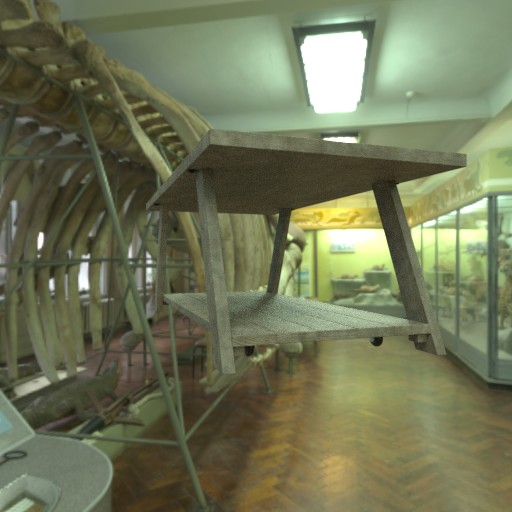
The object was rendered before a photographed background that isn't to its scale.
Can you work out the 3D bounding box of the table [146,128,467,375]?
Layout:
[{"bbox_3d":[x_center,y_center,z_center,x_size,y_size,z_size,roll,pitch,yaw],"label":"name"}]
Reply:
[{"bbox_3d":[0.000,0.000,1.502,0.610,0.470,1.219,0,0,-19],"label":"table"}]
